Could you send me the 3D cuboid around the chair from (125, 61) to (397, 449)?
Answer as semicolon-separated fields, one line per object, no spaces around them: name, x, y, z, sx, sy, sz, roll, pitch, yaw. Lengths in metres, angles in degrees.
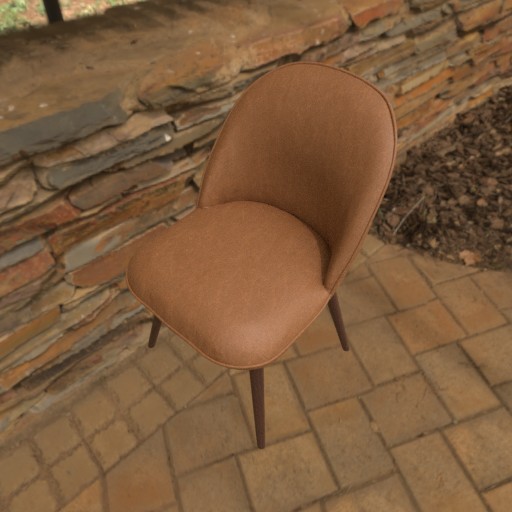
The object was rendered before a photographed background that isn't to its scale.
chair;0.000;0.000;1.213;0.521;0.831;0.631;33;55;27
